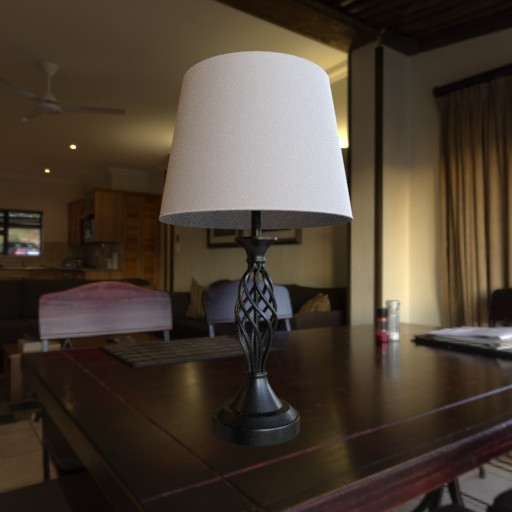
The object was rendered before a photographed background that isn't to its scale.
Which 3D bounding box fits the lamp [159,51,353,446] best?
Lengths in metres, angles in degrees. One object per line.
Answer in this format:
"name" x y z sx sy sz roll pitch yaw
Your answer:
"lamp" 0.000 0.000 0.768 0.331 0.594 0.331 0 -1 0
